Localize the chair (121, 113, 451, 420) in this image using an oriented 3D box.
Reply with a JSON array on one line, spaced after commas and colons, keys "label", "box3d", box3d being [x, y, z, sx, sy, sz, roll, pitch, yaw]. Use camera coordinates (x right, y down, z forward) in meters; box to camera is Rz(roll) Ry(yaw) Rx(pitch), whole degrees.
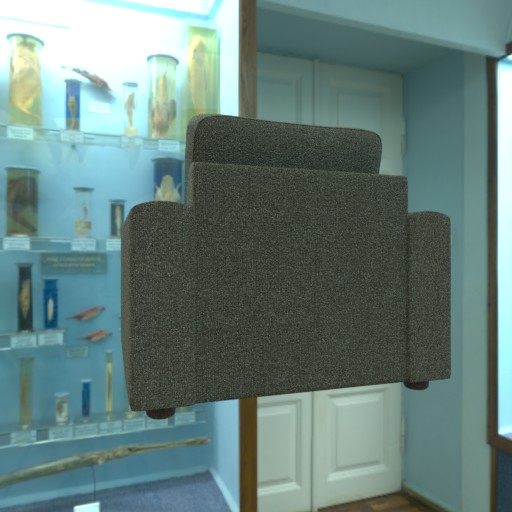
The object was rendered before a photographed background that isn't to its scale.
[{"label": "chair", "box3d": [0.000, 0.000, 1.751, 1.005, 0.873, 1.016, 0, 0, -18]}]
